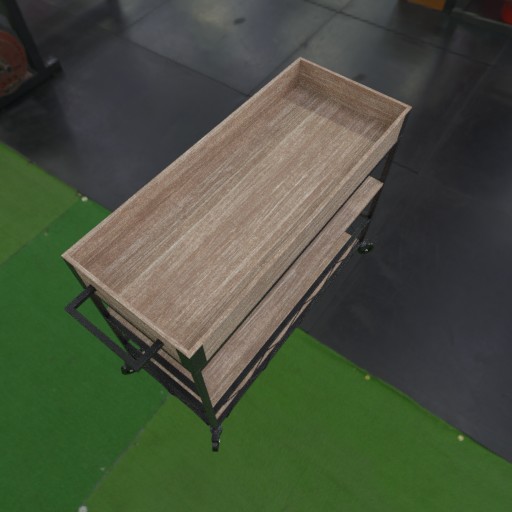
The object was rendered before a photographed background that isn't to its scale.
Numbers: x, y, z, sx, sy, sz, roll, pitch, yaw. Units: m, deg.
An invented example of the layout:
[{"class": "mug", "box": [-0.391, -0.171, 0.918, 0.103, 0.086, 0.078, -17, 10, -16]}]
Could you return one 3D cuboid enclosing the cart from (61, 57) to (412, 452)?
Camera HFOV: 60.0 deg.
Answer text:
[{"class": "cart", "box": [0.000, 0.000, 1.482, 0.500, 0.787, 1.101, 33, 63, 19]}]
